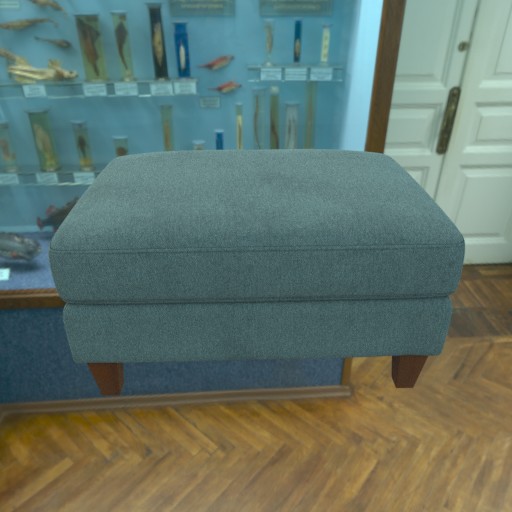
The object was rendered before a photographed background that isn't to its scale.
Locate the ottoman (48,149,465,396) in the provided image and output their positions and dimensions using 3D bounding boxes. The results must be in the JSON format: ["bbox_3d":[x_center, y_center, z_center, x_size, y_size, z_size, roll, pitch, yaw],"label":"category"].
[{"bbox_3d":[0.000,0.000,1.194,0.864,0.483,0.584,-1,30,-2],"label":"ottoman"}]
